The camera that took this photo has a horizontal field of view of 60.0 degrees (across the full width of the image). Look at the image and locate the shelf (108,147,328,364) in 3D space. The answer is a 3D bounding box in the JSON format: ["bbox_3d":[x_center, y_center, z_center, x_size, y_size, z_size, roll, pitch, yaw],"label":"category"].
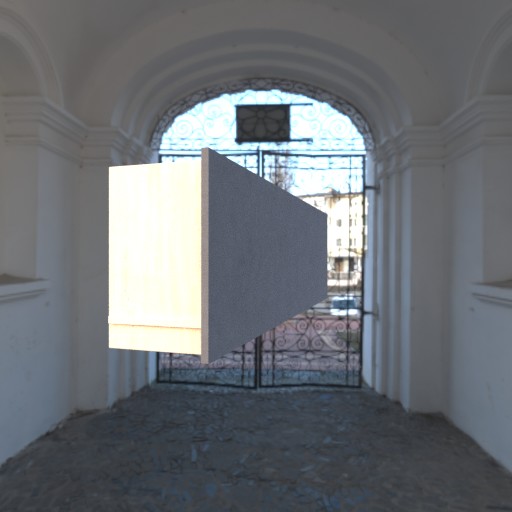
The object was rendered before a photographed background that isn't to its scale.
[{"bbox_3d":[0.000,0.000,1.127,0.200,0.300,1.020,0,0,18],"label":"shelf"}]
